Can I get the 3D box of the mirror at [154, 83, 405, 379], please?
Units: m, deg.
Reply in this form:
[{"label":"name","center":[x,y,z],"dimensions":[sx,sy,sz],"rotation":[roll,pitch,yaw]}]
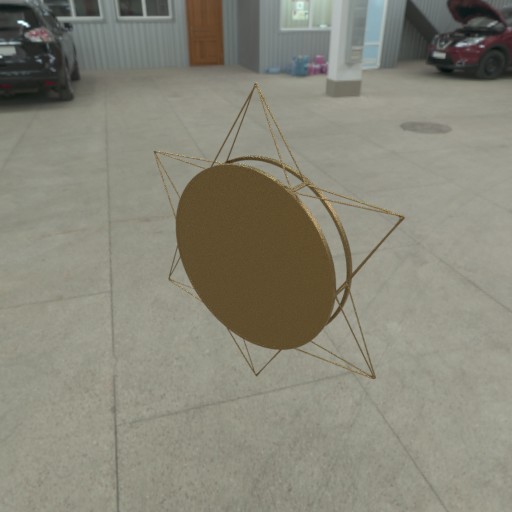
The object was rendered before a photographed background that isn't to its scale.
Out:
[{"label":"mirror","center":[0.000,0.000,0.790],"dimensions":[0.498,0.581,0.062],"rotation":[21,36,32]}]
